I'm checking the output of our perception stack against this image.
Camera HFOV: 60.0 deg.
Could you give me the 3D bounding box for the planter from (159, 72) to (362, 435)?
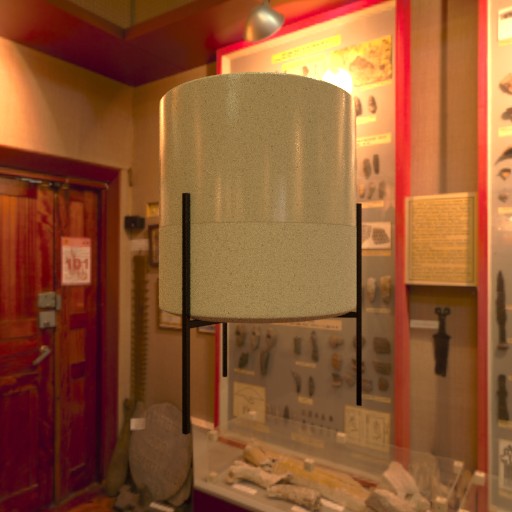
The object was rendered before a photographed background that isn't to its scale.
[{"bbox_3d":[0.000,0.000,0.719,0.314,0.475,0.323,0,0,36],"label":"planter"}]
